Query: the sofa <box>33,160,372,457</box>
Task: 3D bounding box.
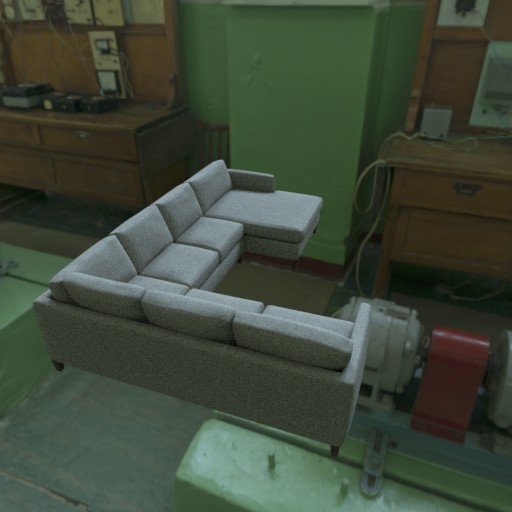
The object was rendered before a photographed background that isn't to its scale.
[{"bbox_3d":[0.000,0.000,4.645,2.593,0.959,3.460,10,32,17],"label":"sofa"}]
